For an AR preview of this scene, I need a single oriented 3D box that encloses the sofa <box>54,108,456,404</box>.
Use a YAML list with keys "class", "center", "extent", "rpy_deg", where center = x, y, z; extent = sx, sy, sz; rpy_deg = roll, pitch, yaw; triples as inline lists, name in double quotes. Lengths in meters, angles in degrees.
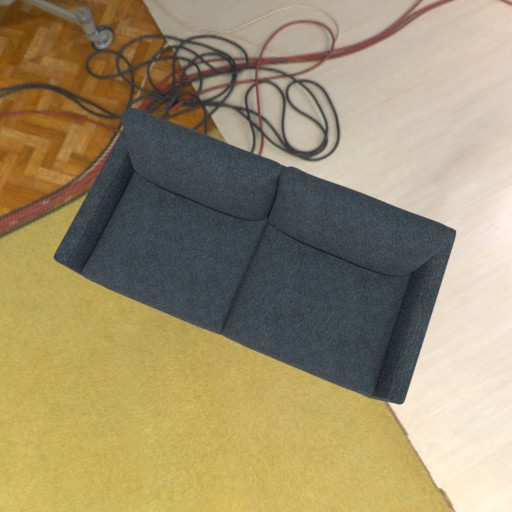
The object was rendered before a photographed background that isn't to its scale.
- class: "sofa"
  center: [0.000, 0.000, 2.231]
  extent: [1.716, 0.862, 0.866]
  rpy_deg: [22, 76, 6]
